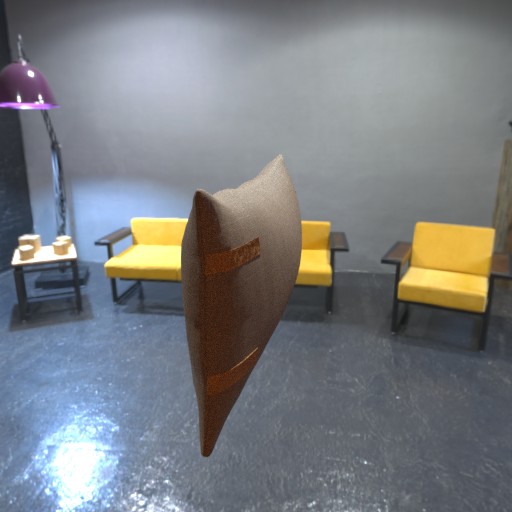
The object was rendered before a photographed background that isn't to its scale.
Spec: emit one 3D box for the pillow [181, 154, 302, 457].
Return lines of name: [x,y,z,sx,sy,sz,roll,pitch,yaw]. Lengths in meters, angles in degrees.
pillow: [0.000,0.000,0.749,0.148,0.308,0.612,3,16,10]
